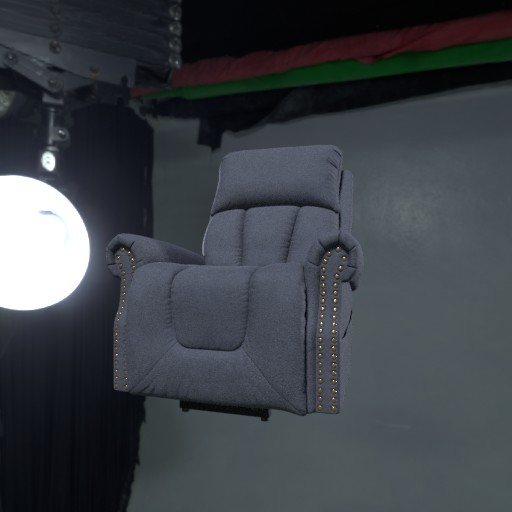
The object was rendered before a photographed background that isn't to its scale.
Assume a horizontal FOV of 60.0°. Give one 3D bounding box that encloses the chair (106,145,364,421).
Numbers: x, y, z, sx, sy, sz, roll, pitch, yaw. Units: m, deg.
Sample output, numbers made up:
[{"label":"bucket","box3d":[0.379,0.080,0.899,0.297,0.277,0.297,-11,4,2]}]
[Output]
[{"label":"chair","box3d":[0.000,0.000,1.765,0.871,1.031,0.979,0,0,17]}]
